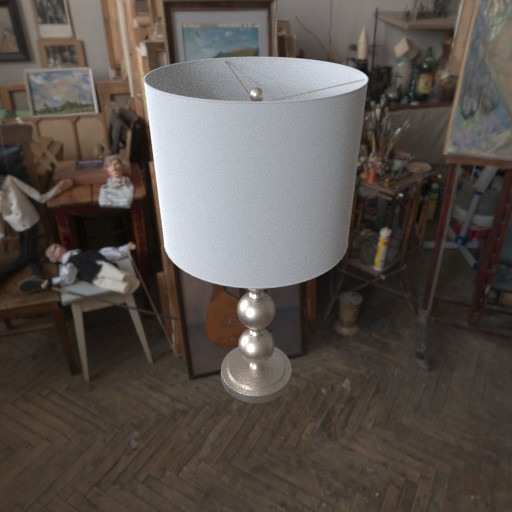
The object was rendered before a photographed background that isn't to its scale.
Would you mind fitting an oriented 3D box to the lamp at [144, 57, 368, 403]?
[{"bbox_3d":[0.000,0.000,0.698,0.277,0.538,0.277,22,39,30],"label":"lamp"}]
